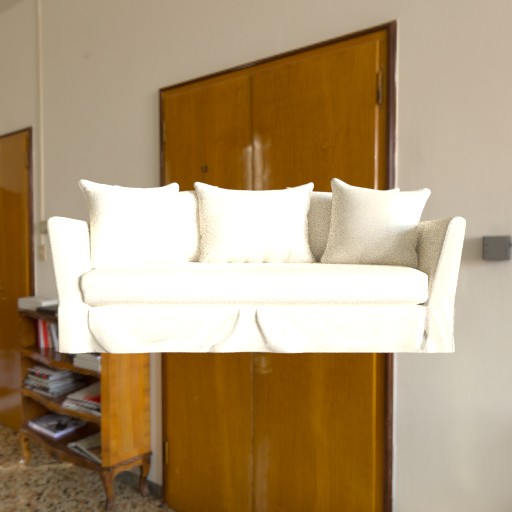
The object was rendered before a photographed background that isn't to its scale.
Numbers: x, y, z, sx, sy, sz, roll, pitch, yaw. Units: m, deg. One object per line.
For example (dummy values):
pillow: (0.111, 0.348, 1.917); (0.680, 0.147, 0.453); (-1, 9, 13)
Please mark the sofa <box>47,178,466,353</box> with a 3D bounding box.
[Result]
sofa: (0.000, 0.000, 2.901); (2.290, 1.034, 1.031); (0, 2, 0)
